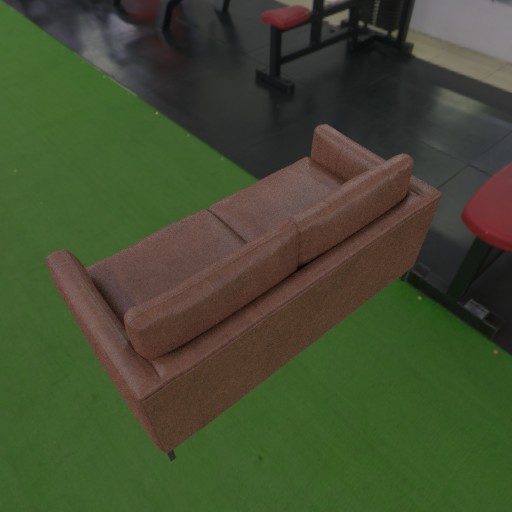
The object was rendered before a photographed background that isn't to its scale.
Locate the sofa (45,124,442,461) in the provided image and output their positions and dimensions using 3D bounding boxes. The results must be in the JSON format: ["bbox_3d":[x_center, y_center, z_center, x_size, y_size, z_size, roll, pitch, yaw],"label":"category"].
[{"bbox_3d":[0.000,0.000,2.290,1.797,0.883,0.899,-31,55,-25],"label":"sofa"}]
